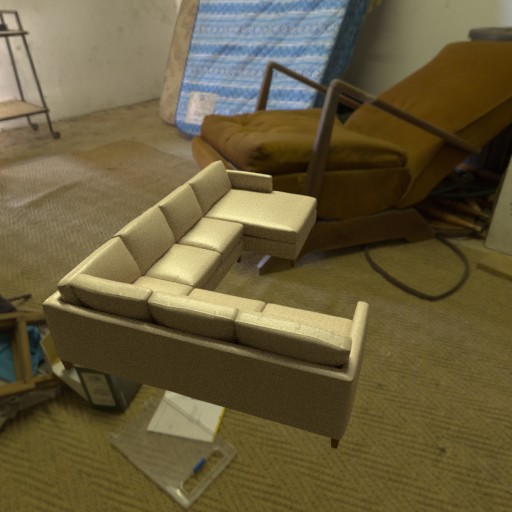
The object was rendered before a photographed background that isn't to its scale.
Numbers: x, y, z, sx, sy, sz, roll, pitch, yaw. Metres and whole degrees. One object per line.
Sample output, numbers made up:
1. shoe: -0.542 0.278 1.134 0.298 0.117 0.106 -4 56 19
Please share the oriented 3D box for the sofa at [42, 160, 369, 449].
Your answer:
1. sofa: 0.000 0.000 4.789 2.594 0.961 3.460 10 32 16
